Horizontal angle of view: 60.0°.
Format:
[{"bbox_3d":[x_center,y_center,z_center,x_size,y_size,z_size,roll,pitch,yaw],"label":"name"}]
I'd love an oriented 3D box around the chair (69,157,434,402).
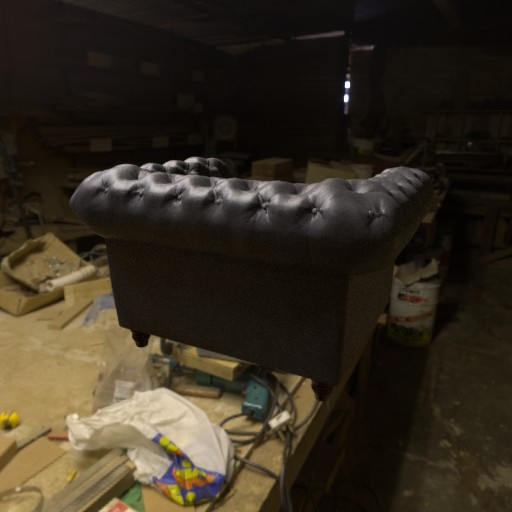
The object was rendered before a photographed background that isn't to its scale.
[{"bbox_3d":[0.000,0.000,1.912,1.298,0.780,0.943,9,19,26],"label":"chair"}]
